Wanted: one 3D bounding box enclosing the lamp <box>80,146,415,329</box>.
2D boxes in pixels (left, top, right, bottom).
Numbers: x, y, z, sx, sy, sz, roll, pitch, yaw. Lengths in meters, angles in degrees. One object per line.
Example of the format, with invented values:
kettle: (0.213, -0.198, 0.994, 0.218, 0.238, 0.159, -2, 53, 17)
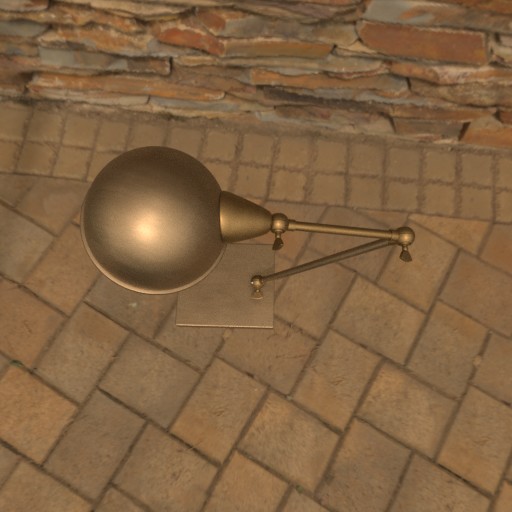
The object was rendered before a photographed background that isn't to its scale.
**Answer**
lamp: (0.000, 0.000, 0.550, 0.339, 0.371, 0.149, 1, 73, 0)
